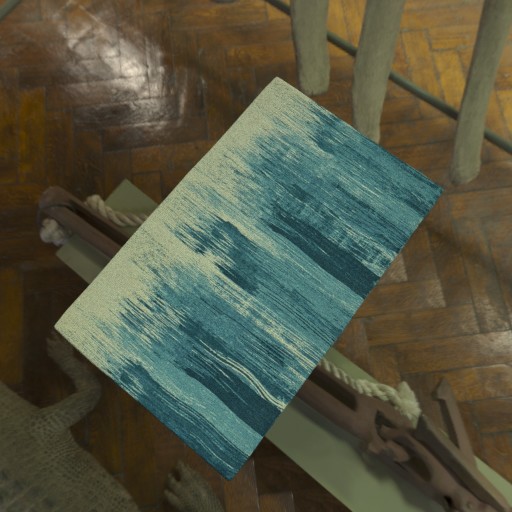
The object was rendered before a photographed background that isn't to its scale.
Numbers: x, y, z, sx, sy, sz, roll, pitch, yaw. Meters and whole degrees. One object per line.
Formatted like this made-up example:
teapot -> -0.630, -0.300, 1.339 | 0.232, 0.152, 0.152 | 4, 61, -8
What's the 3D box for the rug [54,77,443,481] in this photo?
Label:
rug -> 0.000, 0.000, 3.059 | 1.540, 0.027, 2.450 | 37, 79, 9
